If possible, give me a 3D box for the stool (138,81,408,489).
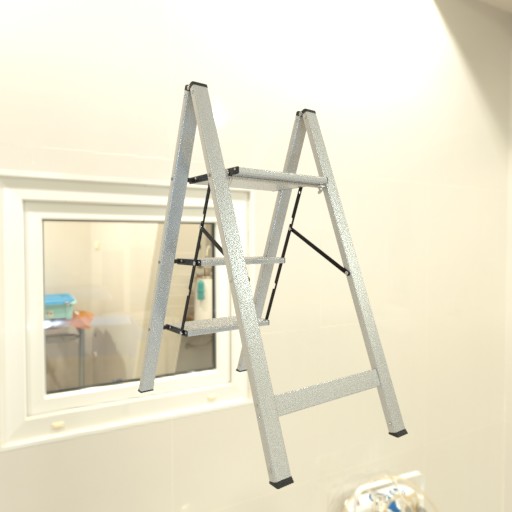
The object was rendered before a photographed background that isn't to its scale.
[{"bbox_3d":[0.000,0.000,1.288,0.441,0.902,0.730,-1,2,-37],"label":"stool"}]
